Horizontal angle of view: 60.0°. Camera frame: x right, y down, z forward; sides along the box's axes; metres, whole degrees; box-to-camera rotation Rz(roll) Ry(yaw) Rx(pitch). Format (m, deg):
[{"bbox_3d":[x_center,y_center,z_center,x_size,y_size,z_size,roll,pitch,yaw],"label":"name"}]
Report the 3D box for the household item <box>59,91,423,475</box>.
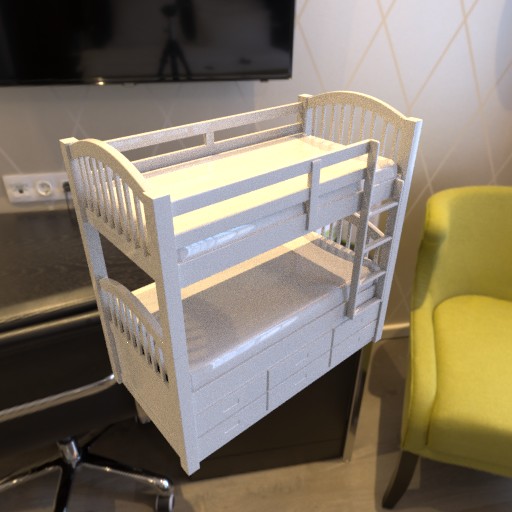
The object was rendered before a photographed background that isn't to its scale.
[{"bbox_3d":[0.000,0.000,3.238,2.032,2.032,1.143,-24,38,-33],"label":"household item"}]
